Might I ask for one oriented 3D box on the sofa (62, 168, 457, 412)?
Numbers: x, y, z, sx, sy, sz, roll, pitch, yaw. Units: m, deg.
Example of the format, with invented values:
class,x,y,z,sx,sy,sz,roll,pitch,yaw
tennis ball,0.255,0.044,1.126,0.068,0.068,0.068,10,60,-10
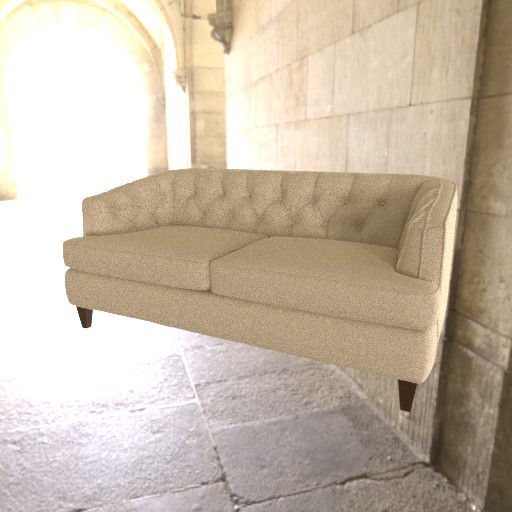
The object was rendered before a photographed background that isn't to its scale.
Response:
class,x,y,z,sx,sy,sz,roll,pitch,yaw
sofa,0.000,0.000,2.175,1.733,0.855,0.941,7,16,26
